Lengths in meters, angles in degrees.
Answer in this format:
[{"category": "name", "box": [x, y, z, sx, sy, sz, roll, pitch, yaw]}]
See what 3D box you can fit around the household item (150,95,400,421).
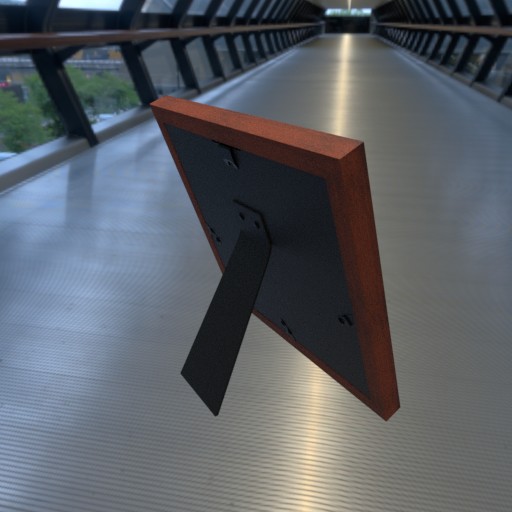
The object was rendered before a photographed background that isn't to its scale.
[{"category": "household item", "box": [0.000, 0.000, 0.379, 0.131, 0.240, 0.240, -18, 32, -31]}]
